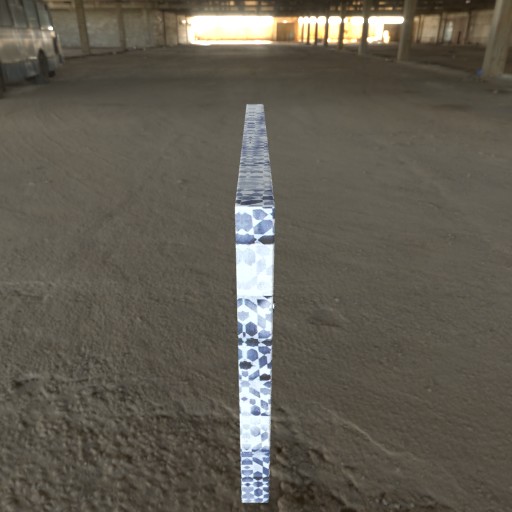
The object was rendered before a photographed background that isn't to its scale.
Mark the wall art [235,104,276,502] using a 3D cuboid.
[{"bbox_3d":[0.000,0.000,1.123,0.057,0.608,0.911,0,27,0],"label":"wall art"}]
